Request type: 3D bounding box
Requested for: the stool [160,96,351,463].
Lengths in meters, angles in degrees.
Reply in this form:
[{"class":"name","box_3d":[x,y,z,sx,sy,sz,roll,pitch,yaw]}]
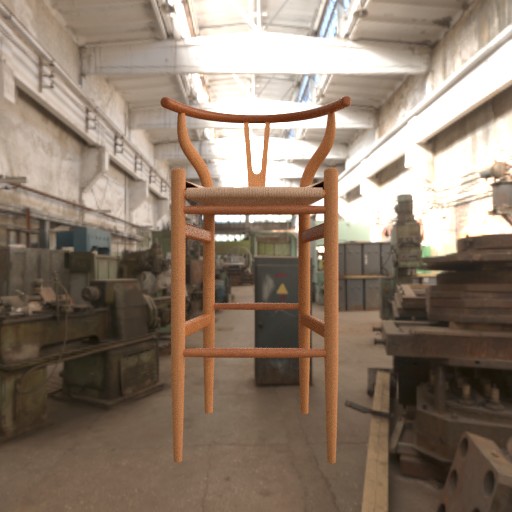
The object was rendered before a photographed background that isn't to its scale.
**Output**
[{"class":"stool","box_3d":[0.000,0.000,1.401,0.574,1.068,0.561,0,-1,1]}]
